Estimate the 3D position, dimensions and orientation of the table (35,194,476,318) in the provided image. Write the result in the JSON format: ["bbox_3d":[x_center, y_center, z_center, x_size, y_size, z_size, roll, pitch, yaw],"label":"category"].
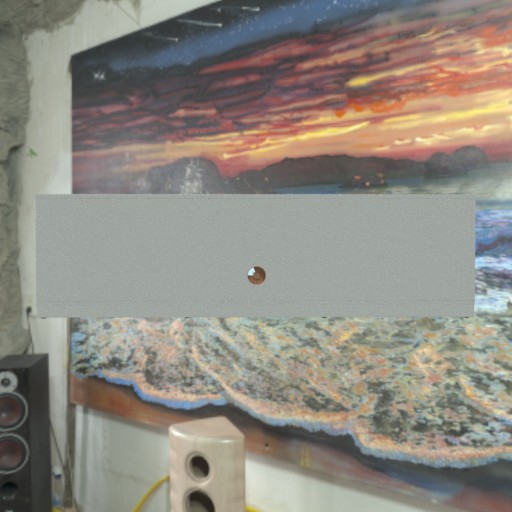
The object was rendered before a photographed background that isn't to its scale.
[{"bbox_3d":[0.000,0.000,1.763,1.550,0.440,0.400,0,1,-1],"label":"table"}]
